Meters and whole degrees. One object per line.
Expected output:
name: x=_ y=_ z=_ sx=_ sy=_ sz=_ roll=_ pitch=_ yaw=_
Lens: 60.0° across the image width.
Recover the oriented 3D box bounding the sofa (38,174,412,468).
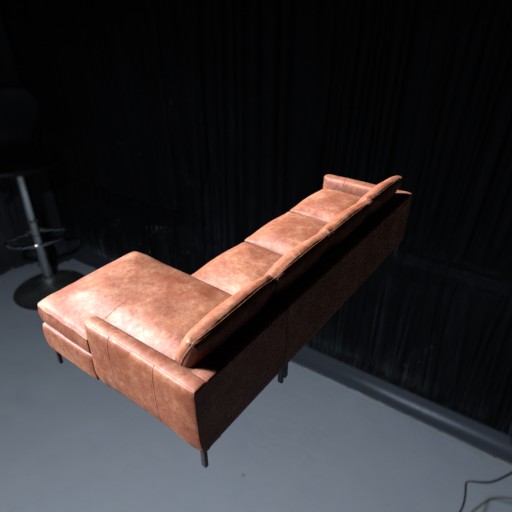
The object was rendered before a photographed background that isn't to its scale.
sofa: x=0.000 y=0.000 z=3.613 sx=1.471 sy=0.859 sz=2.993 roll=21 pitch=37 yaw=30
